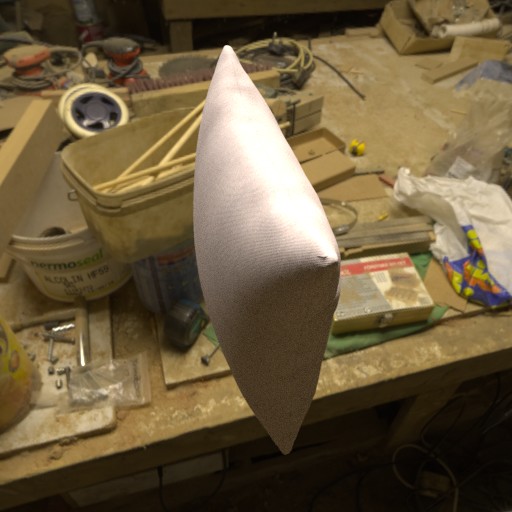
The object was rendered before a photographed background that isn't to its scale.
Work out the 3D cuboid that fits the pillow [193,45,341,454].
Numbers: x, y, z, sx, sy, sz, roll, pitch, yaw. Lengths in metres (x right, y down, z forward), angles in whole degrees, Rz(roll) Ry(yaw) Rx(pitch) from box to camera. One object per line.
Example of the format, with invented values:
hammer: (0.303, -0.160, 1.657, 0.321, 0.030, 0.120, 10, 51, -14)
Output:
pillow: (0.000, 0.000, 0.653, 0.173, 0.436, 0.433, -10, 48, -9)
